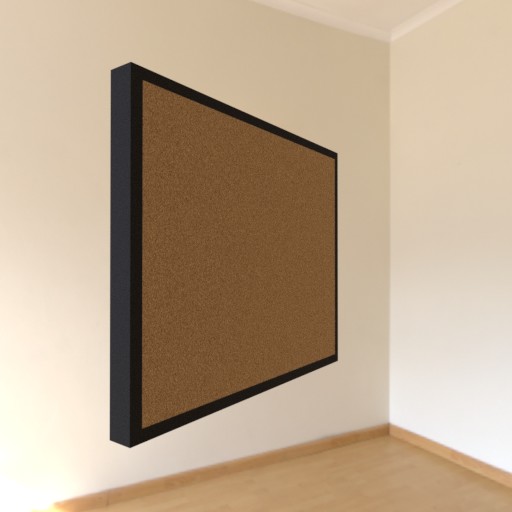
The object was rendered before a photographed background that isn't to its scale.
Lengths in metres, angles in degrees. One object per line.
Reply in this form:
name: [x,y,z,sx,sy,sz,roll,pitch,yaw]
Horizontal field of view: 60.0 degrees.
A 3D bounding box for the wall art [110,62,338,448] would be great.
wall art: [0.000,0.000,0.541,0.028,0.325,0.397,0,-1,36]
